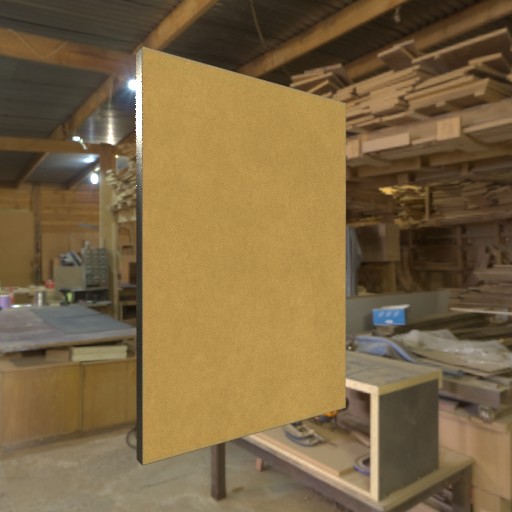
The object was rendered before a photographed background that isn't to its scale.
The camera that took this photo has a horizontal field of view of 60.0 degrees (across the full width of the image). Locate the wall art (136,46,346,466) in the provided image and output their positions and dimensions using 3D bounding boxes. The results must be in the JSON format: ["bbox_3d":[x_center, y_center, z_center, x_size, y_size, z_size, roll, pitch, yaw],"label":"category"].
[{"bbox_3d":[0.000,0.000,0.578,0.314,0.455,0.019,0,0,-35],"label":"wall art"}]
